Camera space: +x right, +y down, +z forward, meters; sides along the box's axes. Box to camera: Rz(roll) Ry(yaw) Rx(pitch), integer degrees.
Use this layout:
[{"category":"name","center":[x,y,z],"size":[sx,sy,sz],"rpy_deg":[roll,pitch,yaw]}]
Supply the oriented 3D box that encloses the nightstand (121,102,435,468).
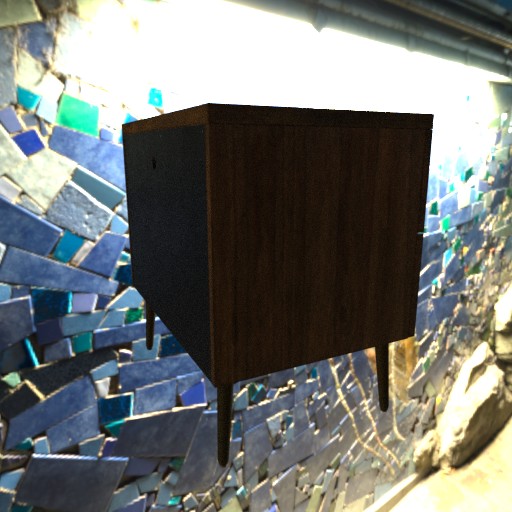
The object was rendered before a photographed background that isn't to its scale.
[{"category":"nightstand","center":[0.000,0.000,1.037],"size":[0.458,0.610,0.610],"rpy_deg":[-7,15,-26]}]
